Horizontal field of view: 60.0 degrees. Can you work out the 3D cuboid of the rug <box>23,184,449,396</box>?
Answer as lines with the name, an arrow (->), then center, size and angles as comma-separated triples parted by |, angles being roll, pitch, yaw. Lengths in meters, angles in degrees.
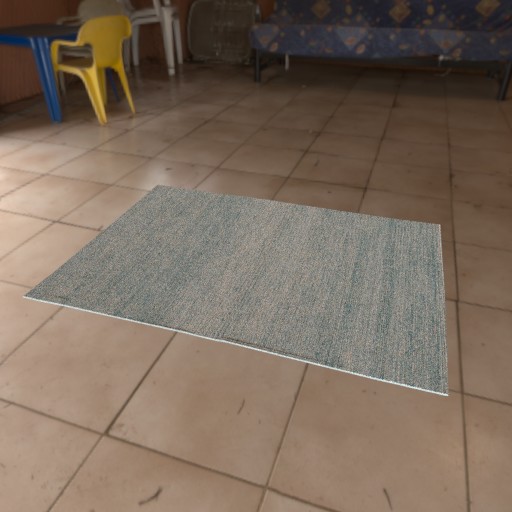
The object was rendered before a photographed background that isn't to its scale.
rug -> 0.000, 0.000, 2.875 | 2.306, 0.030, 1.613 | 10, 35, 15
